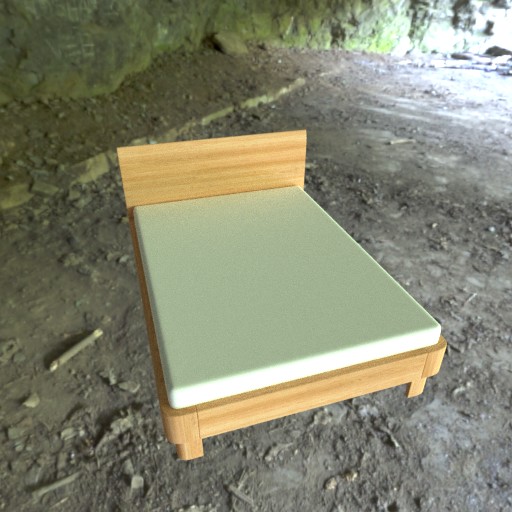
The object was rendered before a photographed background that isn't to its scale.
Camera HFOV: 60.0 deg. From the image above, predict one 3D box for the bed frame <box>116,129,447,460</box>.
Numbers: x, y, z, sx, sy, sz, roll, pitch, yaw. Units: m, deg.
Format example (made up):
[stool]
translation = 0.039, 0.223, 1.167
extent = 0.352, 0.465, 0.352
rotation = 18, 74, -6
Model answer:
[bed frame]
translation = 0.000, 0.000, 2.822
extent = 1.472, 0.940, 1.992
rotation = -10, 33, -15
